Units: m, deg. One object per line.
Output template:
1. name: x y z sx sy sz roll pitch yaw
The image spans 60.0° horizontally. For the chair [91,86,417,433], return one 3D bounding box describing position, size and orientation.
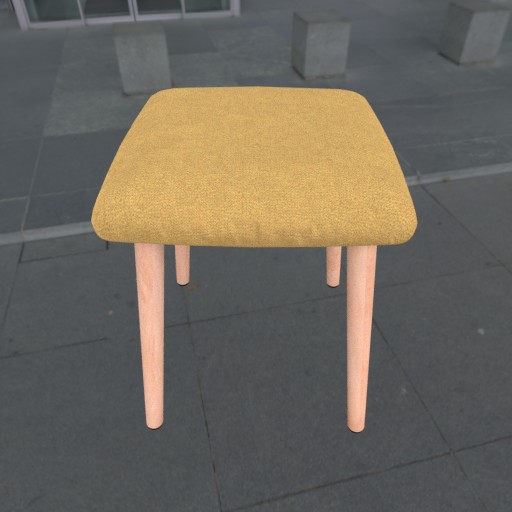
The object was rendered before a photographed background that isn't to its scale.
1. chair: 0.000 0.000 0.682 0.350 0.440 0.350 1 41 1
